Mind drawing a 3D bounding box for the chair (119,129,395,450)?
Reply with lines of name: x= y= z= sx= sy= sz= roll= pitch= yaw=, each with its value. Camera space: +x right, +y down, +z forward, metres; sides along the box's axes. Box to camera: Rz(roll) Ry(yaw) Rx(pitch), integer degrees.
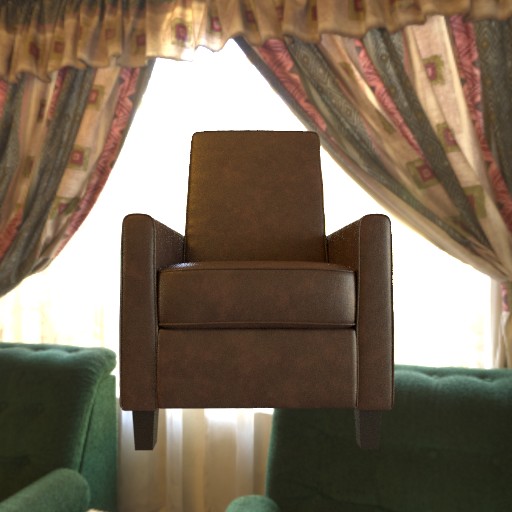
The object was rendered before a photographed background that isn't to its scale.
chair: x=0.000 y=0.000 z=1.483 sx=0.705 sy=1.013 sz=0.746 roll=0 pitch=0 yaw=0
